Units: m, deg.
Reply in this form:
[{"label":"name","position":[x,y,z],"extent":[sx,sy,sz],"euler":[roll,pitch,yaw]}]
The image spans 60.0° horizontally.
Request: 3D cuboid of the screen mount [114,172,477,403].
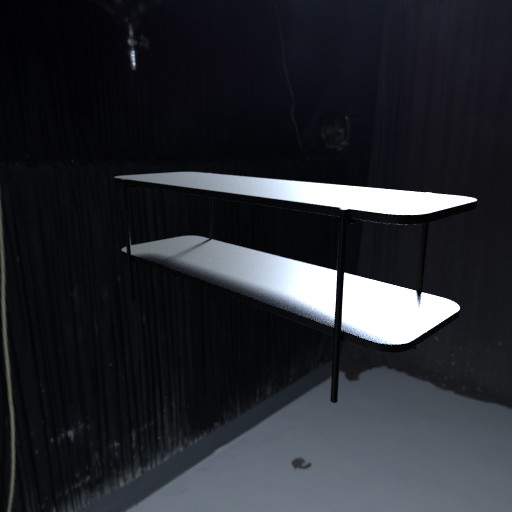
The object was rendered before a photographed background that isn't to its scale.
[{"label":"screen mount","position":[0.000,0.000,1.409],"extent":[0.400,0.447,1.200],"euler":[-14,21,-42]}]
